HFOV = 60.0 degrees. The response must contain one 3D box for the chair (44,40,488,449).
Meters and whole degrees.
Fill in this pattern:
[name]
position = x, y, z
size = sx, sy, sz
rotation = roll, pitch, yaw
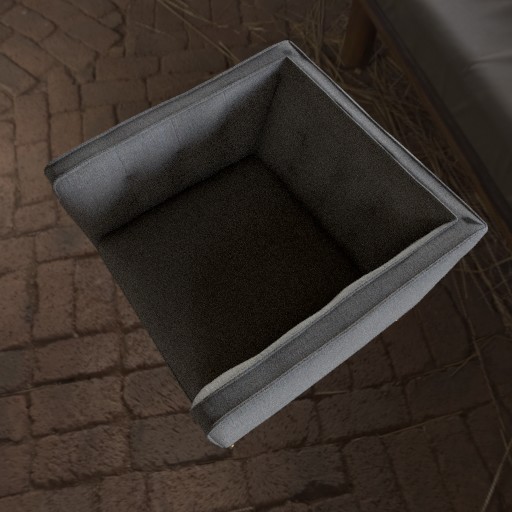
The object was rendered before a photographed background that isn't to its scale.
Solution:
[chair]
position = 0.000, 0.000, 1.566
size = 0.912, 0.799, 0.920
rotation = -33, 69, -15
